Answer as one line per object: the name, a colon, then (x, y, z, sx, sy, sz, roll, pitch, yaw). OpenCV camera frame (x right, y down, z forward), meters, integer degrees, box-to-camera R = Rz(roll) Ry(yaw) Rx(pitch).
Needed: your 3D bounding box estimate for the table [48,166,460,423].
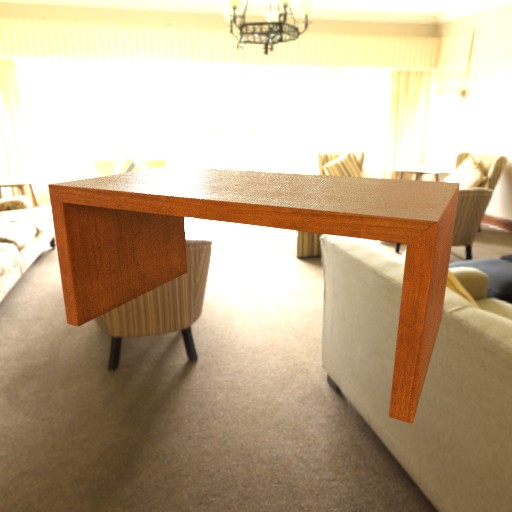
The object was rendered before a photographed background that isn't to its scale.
table: (0.000, 0.000, 1.287, 1.000, 0.419, 0.549, 9, 19, 26)
